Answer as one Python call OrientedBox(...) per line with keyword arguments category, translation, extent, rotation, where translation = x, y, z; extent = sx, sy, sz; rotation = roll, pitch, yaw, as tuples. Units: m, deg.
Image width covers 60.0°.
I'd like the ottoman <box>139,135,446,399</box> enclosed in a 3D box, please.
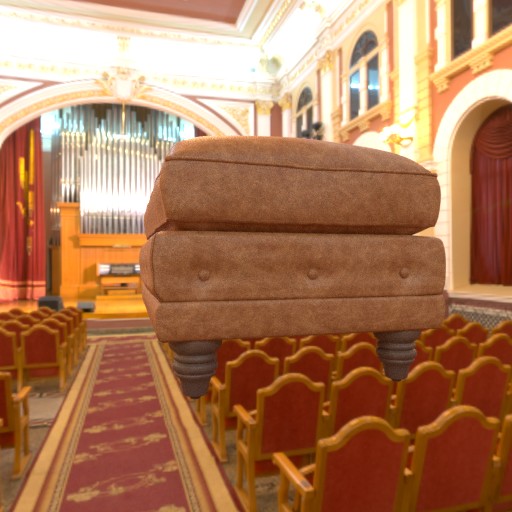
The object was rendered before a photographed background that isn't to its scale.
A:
OrientedBox(category="ottoman", translation=(0.000, 0.000, 1.074), extent=(0.533, 0.480, 0.710), rotation=(0, -1, -16))
